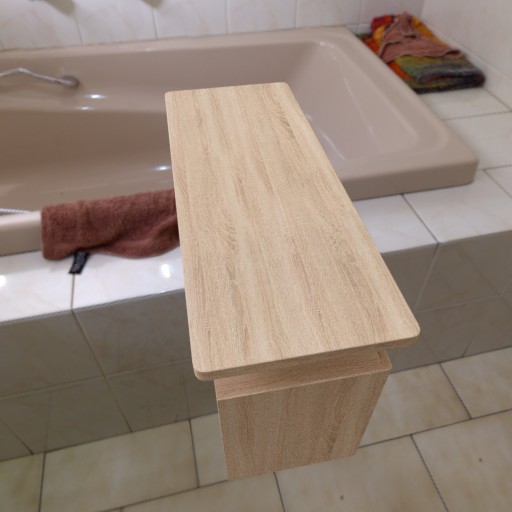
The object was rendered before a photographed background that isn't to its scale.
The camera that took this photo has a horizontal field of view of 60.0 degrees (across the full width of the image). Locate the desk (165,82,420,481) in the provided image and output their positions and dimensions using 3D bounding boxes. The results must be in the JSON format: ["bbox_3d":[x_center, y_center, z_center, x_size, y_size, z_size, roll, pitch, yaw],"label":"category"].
[{"bbox_3d":[0.000,0.000,1.772,0.550,0.760,1.400,-8,46,-8],"label":"desk"}]
